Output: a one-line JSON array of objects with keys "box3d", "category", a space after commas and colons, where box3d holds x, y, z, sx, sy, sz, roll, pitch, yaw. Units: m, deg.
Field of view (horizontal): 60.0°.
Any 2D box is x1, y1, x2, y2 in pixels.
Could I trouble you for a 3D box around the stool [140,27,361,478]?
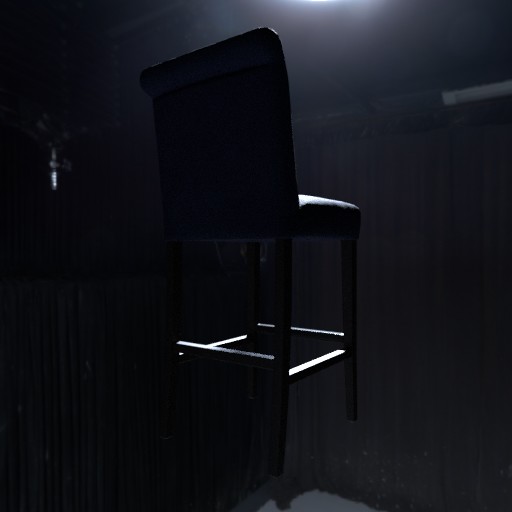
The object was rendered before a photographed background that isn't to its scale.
[{"box3d": [0.000, 0.000, 1.430, 0.493, 1.140, 0.601, 0, 0, 36], "category": "stool"}]
